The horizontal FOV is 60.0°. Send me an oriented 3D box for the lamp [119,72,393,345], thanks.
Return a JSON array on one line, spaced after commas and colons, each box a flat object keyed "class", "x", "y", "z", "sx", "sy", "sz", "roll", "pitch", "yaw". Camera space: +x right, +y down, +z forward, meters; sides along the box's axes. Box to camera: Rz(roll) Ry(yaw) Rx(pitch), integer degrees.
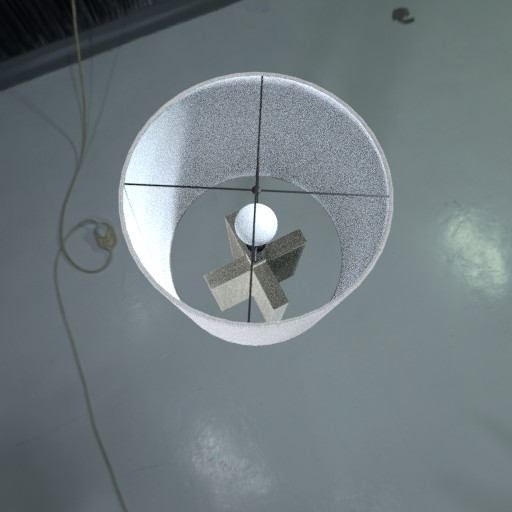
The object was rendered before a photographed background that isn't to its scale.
[{"class": "lamp", "x": 0.000, "y": 0.000, "z": 0.574, "sx": 0.229, "sy": 0.428, "sz": 0.229, "roll": -26, "pitch": 77, "yaw": -7}]
